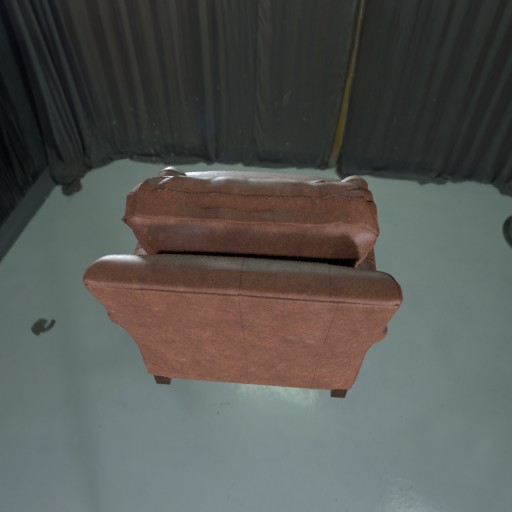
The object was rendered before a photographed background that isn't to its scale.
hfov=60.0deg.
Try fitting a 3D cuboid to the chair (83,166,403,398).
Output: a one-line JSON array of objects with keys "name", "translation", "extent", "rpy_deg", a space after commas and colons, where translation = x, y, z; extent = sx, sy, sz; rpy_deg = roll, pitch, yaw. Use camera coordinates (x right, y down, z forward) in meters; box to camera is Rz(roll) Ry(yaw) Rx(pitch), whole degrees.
[{"name": "chair", "translation": [0.000, 0.000, 1.926], "extent": [0.986, 1.055, 1.158], "rpy_deg": [3, 47, 3]}]
